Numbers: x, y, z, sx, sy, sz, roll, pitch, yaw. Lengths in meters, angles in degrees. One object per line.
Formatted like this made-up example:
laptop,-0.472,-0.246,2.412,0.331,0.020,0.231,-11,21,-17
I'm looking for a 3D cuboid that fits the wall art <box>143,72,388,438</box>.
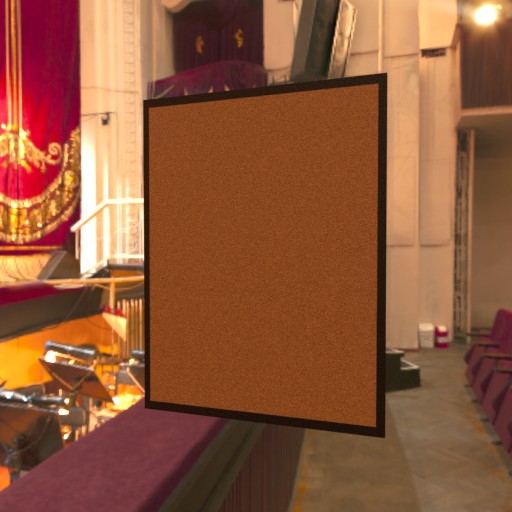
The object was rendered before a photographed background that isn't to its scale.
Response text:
wall art,0.000,0.000,1.373,0.774,1.027,0.030,0,1,17
